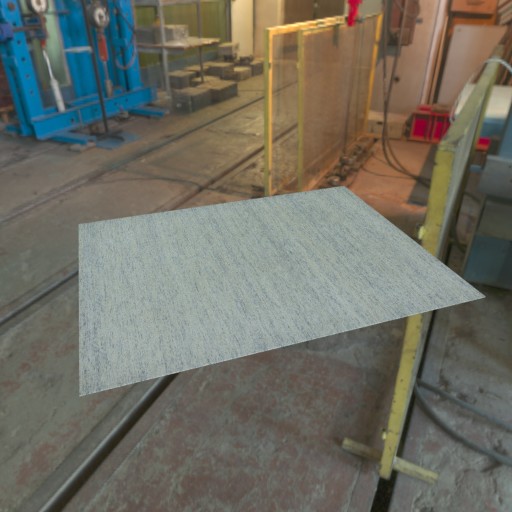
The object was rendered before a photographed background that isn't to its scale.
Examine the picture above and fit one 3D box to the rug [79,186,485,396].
[{"bbox_3d":[0.000,0.000,4.224,3.197,0.006,2.438,-10,34,-16],"label":"rug"}]
